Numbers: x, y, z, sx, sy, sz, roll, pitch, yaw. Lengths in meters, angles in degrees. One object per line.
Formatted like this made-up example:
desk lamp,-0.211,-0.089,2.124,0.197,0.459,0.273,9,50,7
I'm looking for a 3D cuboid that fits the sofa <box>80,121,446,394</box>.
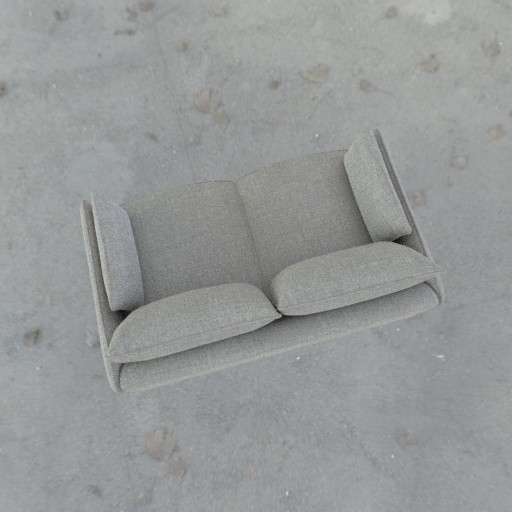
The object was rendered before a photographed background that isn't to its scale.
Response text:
sofa,0.000,0.000,2.219,1.580,0.851,0.972,-15,75,-4
